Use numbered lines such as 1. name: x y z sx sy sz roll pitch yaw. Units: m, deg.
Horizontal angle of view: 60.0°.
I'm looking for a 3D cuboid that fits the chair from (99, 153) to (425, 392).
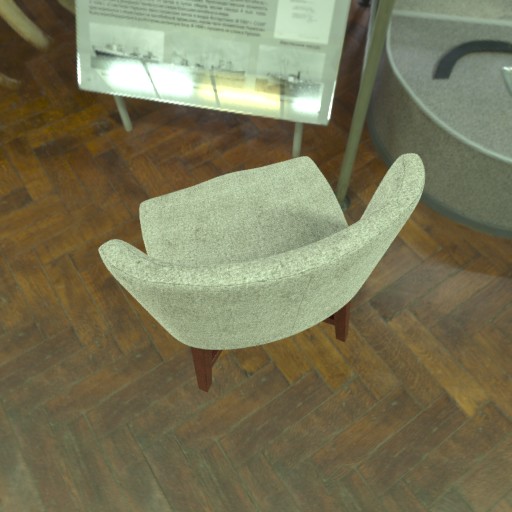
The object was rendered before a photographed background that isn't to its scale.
1. chair: 0.000 0.000 1.303 0.728 0.827 0.575 -18 62 -10
